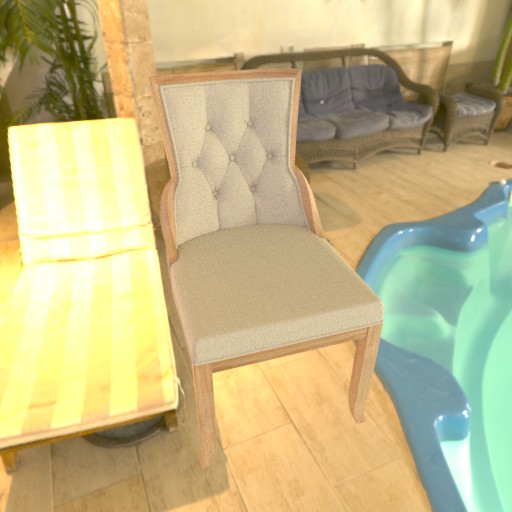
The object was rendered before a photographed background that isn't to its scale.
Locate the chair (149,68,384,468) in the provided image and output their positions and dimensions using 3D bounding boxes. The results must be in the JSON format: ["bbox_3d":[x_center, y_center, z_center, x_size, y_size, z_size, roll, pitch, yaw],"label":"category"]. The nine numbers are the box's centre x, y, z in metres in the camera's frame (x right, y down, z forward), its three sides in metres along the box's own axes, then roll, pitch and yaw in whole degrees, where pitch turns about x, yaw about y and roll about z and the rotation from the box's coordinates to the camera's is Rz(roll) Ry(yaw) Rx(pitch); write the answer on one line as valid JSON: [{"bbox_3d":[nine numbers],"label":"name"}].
[{"bbox_3d":[0.000,0.000,1.331,0.524,0.947,0.641,-10,33,-15],"label":"chair"}]
